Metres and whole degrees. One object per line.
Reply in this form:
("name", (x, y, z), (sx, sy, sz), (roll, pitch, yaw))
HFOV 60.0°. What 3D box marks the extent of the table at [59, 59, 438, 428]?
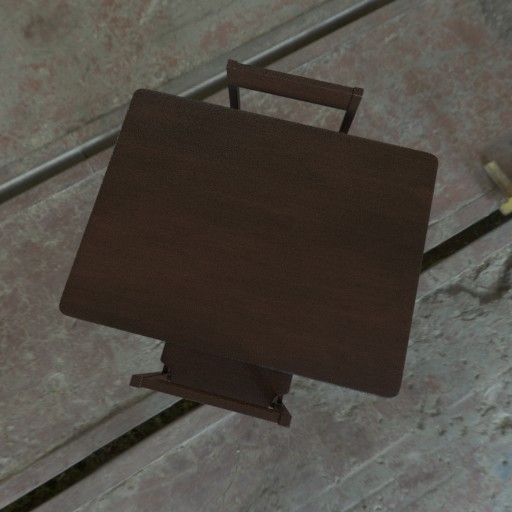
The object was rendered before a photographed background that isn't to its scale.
("table", (0.000, 0.000, 1.076), (0.650, 0.503, 0.672), (14, 77, 3))
